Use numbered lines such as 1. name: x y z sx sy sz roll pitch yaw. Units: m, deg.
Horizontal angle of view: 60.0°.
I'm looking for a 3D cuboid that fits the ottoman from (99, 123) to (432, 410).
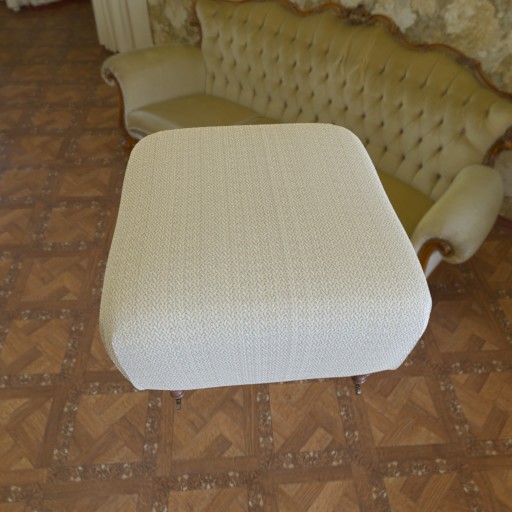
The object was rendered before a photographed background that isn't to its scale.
1. ottoman: 0.000 0.000 1.101 0.622 0.447 0.684 -4 46 -3
